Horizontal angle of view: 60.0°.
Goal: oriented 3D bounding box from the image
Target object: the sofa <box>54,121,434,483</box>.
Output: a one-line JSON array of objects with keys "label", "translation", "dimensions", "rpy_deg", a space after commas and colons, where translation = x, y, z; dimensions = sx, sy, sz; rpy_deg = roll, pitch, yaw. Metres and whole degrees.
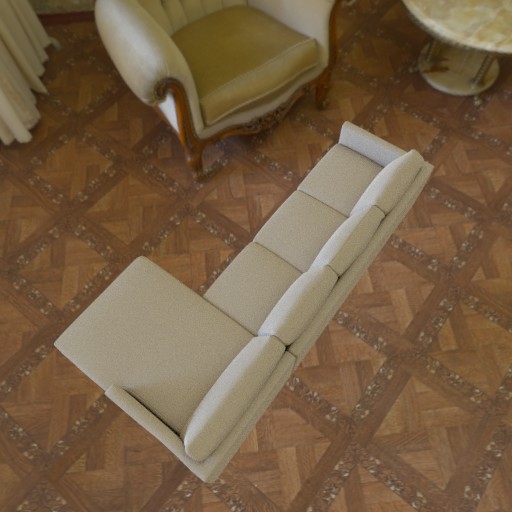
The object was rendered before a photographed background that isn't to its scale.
[{"label": "sofa", "translation": [0.000, 0.000, 3.819], "dimensions": [1.625, 0.861, 3.186], "rpy_deg": [34, 68, 16]}]
